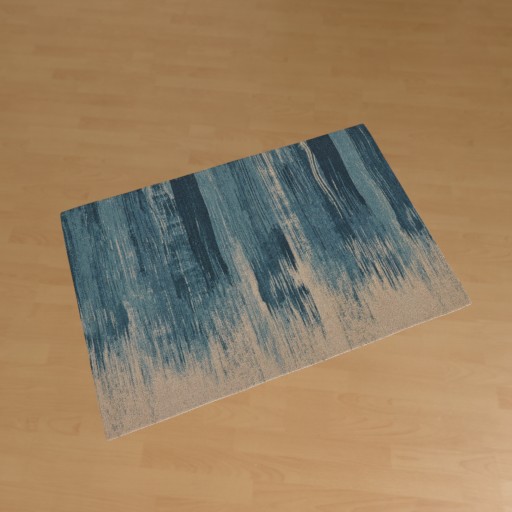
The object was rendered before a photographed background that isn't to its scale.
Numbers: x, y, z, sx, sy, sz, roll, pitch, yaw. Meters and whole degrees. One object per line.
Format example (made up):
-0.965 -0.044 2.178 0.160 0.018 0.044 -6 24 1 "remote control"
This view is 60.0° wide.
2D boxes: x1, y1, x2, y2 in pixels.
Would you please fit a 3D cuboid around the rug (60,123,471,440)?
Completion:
0.000 0.000 2.298 1.836 0.009 1.232 -18 66 -8 "rug"
